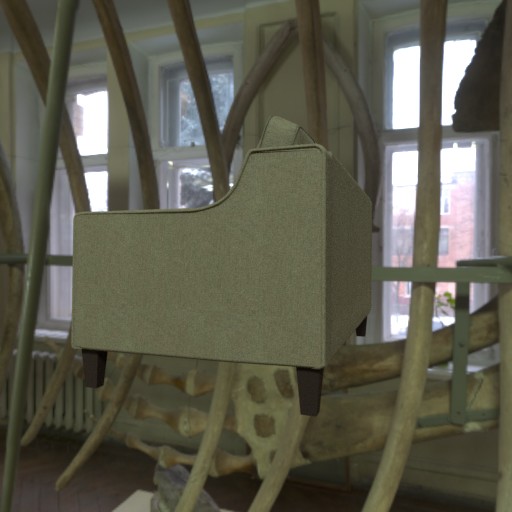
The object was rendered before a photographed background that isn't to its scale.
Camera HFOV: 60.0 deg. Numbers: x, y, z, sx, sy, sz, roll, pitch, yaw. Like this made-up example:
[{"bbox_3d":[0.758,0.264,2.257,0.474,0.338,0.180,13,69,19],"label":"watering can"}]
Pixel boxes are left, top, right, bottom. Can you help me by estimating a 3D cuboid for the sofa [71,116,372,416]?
[{"bbox_3d":[0.000,0.000,2.192,0.985,0.981,1.503,0,0,20],"label":"sofa"}]
